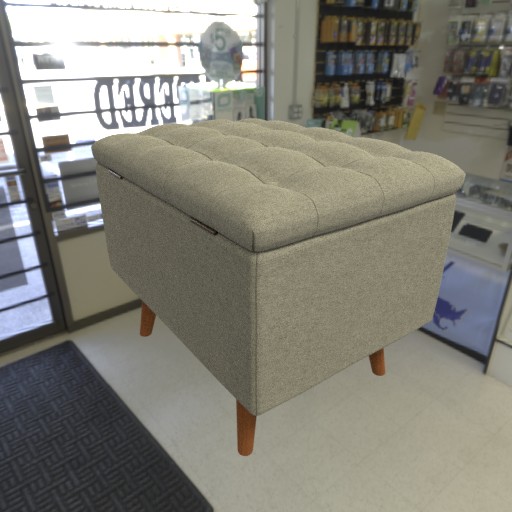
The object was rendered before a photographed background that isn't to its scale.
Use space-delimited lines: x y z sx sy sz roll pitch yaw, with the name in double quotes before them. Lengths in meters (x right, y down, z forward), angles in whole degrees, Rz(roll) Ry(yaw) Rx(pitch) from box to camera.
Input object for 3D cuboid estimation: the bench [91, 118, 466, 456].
"bench" 0.000 0.000 0.874 0.417 0.469 0.572 -17 30 -32
